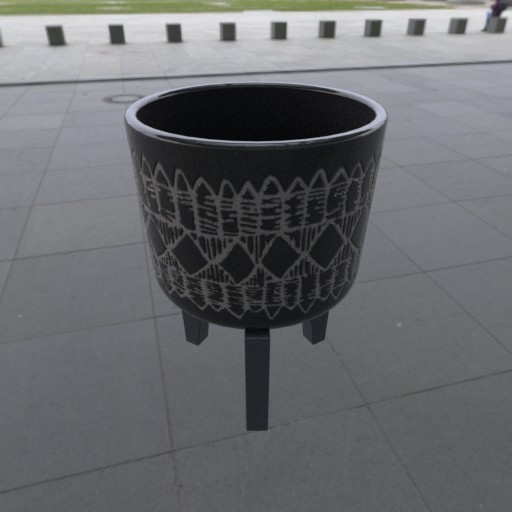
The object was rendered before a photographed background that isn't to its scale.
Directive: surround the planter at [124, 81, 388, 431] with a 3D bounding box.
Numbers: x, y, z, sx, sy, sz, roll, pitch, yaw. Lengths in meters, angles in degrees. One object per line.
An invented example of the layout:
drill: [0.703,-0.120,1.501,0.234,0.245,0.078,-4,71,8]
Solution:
planter: [0.000,0.000,0.268,0.129,0.177,0.129,0,32,0]
